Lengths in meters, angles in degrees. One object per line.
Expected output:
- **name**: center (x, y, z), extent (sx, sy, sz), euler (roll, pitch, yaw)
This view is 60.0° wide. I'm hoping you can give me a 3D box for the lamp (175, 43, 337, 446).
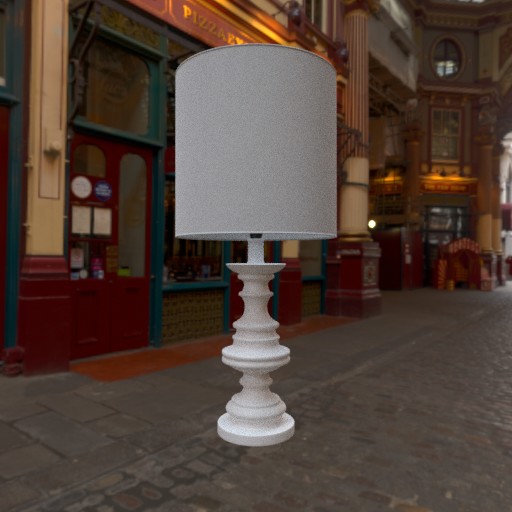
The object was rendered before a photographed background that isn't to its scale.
- **lamp**: center (0.000, 0.000, 0.579), extent (0.208, 0.455, 0.208), euler (0, 0, 37)
